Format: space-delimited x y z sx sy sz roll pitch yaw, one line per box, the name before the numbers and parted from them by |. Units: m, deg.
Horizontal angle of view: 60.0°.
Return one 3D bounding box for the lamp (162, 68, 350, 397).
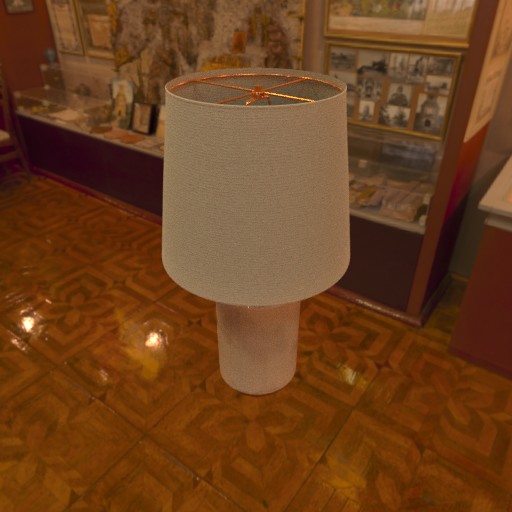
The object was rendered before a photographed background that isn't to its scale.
lamp | 0.000 0.000 0.460 0.189 0.340 0.189 0 32 0
